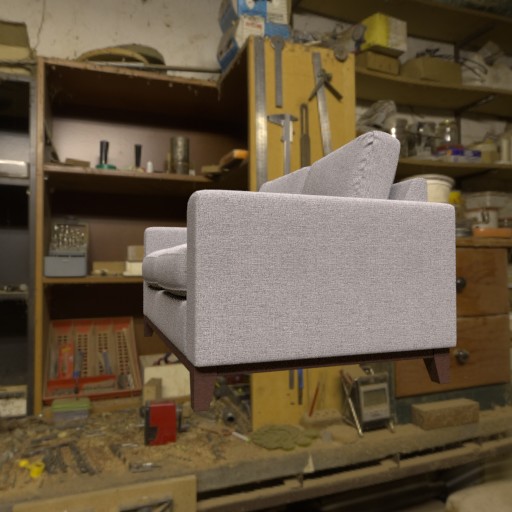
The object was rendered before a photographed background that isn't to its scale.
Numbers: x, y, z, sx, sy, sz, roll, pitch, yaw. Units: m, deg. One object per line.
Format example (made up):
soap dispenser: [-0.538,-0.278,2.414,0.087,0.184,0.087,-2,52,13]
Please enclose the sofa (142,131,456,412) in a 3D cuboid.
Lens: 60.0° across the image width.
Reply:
sofa: [0.000,0.000,1.988,0.917,0.873,1.420,0,-1,-20]
